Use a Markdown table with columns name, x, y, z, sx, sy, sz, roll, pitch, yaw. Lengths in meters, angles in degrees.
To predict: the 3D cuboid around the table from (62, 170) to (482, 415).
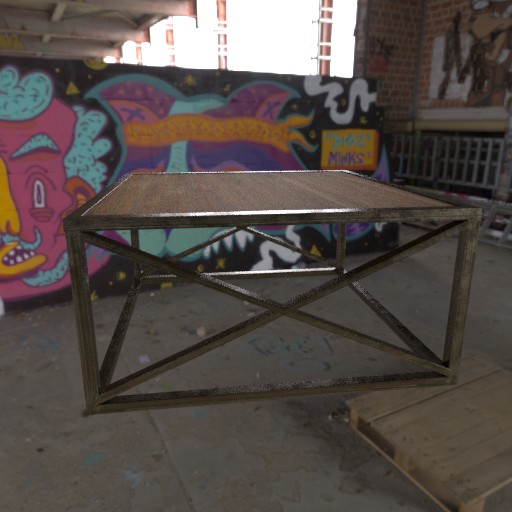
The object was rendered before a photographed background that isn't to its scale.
| name | x | y | z | sx | sy | sz | roll | pitch | yaw |
| --- | --- | --- | --- | --- | --- | --- | --- | --- | --- |
| table | 0.000 | 0.000 | 1.429 | 0.899 | 0.451 | 0.909 | -2 | 16 | -8 |
